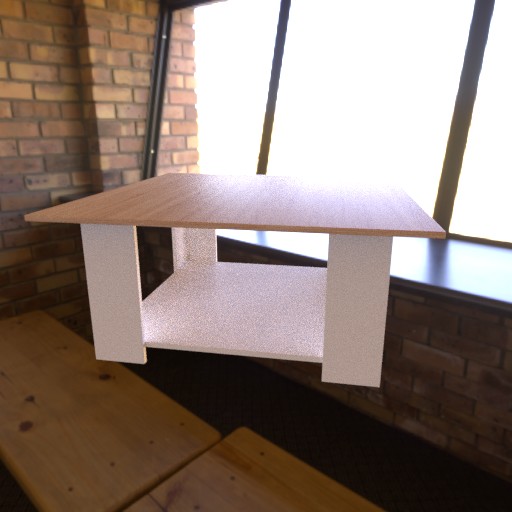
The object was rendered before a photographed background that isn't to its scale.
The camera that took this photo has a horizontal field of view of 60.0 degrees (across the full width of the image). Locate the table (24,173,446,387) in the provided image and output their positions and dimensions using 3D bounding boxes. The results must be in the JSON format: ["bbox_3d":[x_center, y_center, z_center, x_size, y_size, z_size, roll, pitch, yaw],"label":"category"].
[{"bbox_3d":[0.000,0.000,1.046,0.670,0.305,0.670,3,17,10],"label":"table"}]
